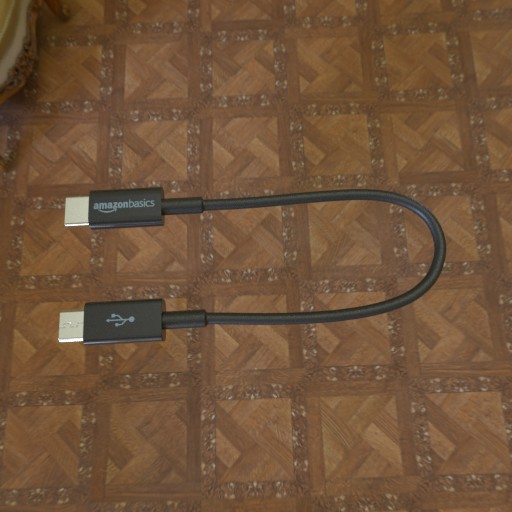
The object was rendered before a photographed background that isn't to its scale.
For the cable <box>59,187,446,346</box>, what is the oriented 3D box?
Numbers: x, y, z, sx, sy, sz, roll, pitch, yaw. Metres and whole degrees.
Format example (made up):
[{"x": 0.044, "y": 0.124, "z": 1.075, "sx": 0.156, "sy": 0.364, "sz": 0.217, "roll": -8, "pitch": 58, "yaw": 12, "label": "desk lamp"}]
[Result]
[{"x": 0.000, "y": 0.000, "z": 0.114, "sx": 0.098, "sy": 0.006, "sz": 0.040, "roll": -3, "pitch": 76, "yaw": -1, "label": "cable"}]
